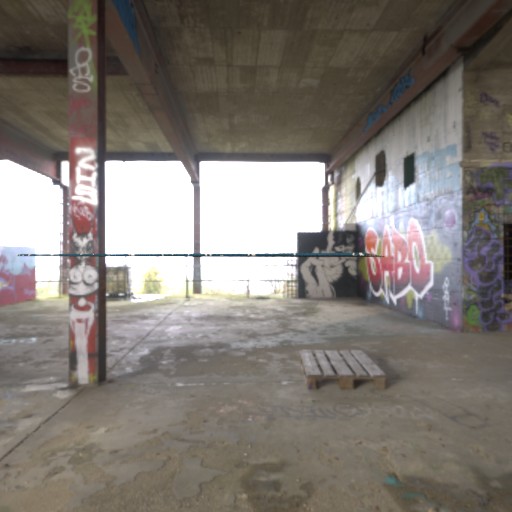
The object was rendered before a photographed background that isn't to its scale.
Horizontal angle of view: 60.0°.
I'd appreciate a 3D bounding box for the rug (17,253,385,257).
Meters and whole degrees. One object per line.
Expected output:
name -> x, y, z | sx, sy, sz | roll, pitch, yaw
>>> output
rug -> 0.000, 0.000, 2.274 | 1.220, 0.007, 1.828 | 0, 0, 18
